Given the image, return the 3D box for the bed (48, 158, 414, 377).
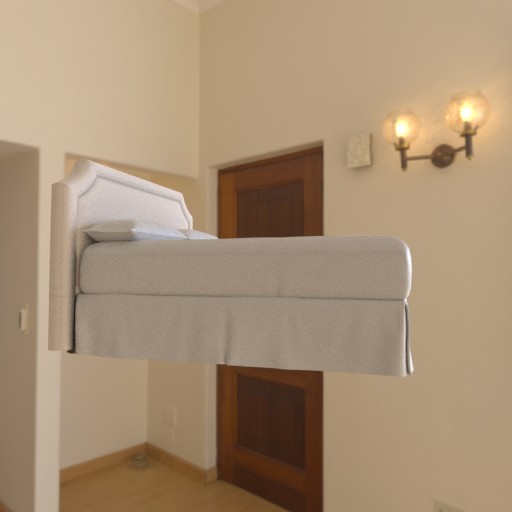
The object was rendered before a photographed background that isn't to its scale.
[{"bbox_3d":[0.000,0.000,3.308,2.164,1.297,1.828,-1,-2,18],"label":"bed"}]
